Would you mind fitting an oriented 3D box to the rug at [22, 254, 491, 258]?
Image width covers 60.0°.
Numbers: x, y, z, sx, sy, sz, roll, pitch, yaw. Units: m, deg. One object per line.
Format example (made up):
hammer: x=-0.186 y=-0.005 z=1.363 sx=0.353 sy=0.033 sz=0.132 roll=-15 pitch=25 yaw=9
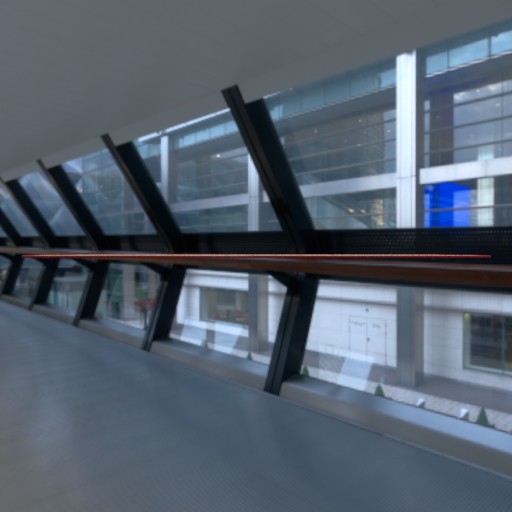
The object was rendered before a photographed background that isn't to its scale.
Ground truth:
rug: x=0.000 y=0.000 z=2.492 sx=2.292 sy=0.015 sz=0.659 roll=0 pitch=0 yaw=0
